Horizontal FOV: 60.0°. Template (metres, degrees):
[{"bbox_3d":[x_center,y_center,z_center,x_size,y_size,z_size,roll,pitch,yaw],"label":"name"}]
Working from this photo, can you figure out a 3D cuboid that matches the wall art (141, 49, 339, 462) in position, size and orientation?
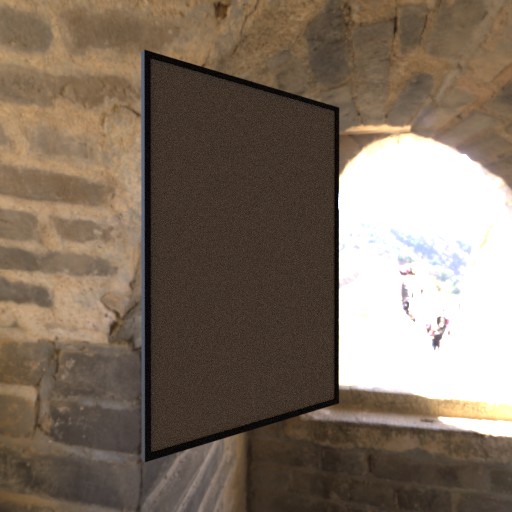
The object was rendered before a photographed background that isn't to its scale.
[{"bbox_3d":[0.000,0.000,0.854,0.460,0.660,0.013,0,0,-38],"label":"wall art"}]
